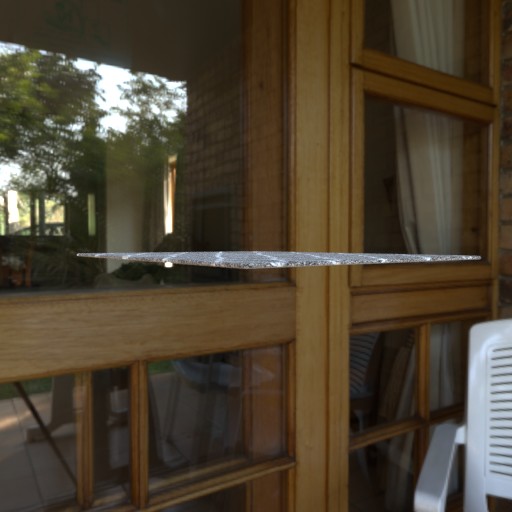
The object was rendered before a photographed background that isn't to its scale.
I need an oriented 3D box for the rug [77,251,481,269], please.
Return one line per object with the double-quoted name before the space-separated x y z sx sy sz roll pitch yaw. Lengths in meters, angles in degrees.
"rug" 0.000 0.000 4.177 2.438 0.029 3.047 -1 2 -37
